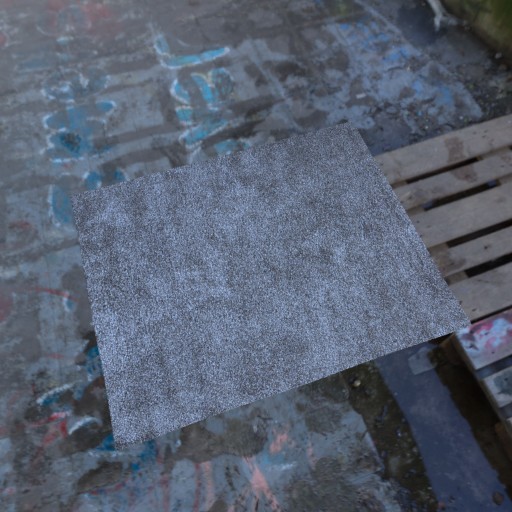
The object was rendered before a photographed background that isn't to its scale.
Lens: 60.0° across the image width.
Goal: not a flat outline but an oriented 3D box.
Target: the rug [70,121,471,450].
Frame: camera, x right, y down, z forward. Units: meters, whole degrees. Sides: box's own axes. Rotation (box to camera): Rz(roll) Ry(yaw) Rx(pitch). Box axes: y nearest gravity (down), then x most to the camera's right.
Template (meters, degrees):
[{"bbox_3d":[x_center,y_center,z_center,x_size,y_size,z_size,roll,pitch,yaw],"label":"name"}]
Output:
[{"bbox_3d":[0.000,0.000,4.015,3.000,0.025,2.401,-17,64,-8],"label":"rug"}]
